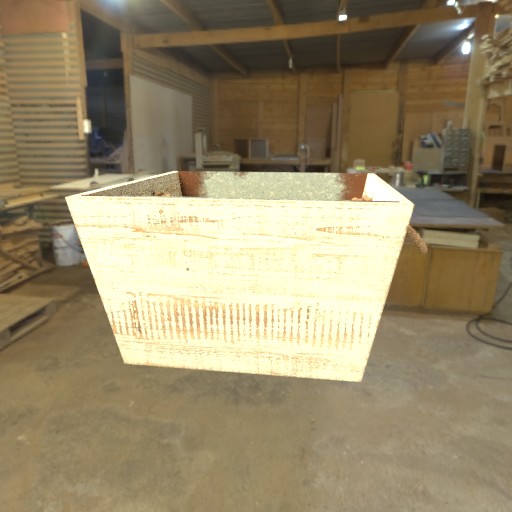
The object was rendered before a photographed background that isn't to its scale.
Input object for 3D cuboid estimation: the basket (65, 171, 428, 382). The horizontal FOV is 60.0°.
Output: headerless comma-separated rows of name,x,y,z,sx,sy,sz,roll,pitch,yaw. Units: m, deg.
basket,0.000,0.000,0.744,0.545,0.247,0.413,2,15,8
